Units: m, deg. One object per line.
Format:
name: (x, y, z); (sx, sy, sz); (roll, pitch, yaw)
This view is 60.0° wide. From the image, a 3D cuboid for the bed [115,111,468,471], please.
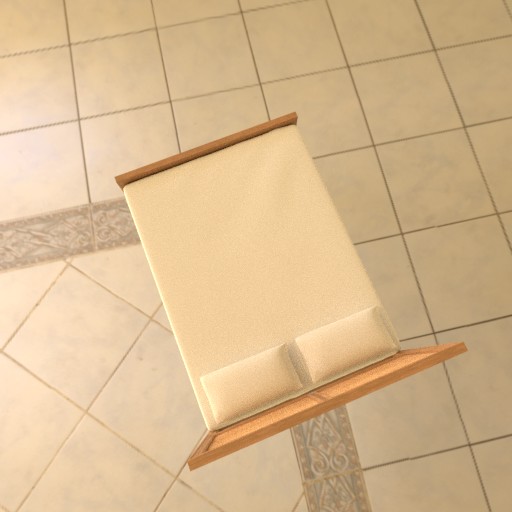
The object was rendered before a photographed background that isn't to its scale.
bed: (0.000, 0.000, 3.260); (1.606, 1.387, 2.184); (-21, 77, -5)
